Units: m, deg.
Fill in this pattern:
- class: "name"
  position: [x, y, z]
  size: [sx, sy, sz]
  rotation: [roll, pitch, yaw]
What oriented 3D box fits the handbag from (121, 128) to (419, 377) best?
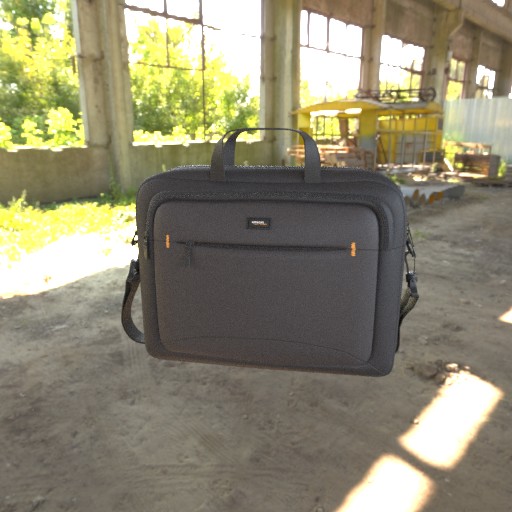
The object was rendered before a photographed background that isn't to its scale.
- class: "handbag"
  position: [0.000, 0.000, 0.596]
  size: [0.429, 0.330, 0.126]
  rotation: [2, 15, 9]
